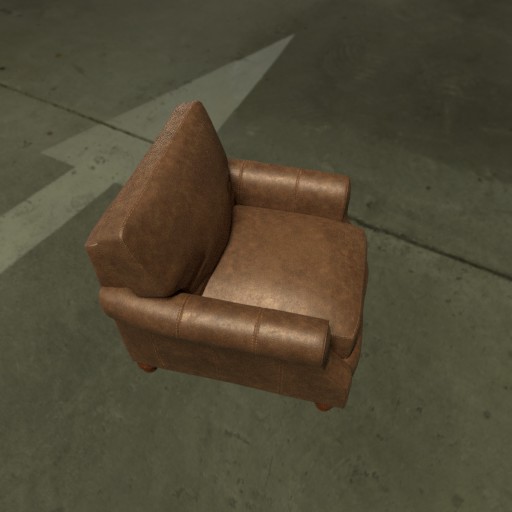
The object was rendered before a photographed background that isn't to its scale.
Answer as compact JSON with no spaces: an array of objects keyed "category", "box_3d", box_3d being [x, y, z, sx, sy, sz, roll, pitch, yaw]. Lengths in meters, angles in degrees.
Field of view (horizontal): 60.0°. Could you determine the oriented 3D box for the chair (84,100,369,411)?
[{"category":"chair","box_3d":[0.000,0.000,1.872,1.002,0.976,0.996,10,48,9]}]
